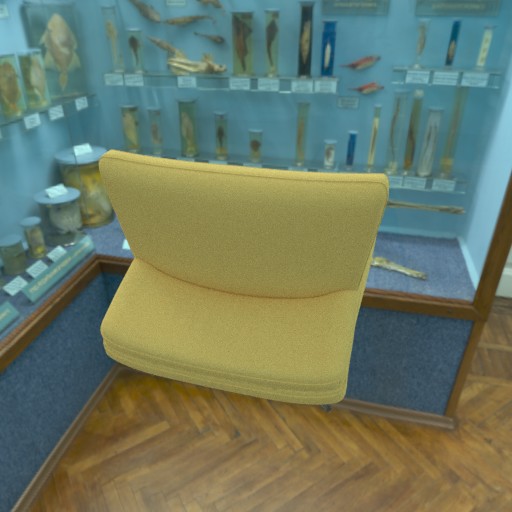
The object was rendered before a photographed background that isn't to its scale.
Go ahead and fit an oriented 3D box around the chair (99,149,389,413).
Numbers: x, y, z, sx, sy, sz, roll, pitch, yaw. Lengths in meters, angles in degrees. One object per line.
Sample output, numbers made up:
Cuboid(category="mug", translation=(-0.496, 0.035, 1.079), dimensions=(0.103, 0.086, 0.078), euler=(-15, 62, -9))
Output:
Cuboid(category="chair", translation=(0.000, 0.000, 1.640), dimensions=(0.859, 0.855, 1.008), euler=(8, 31, 13))
